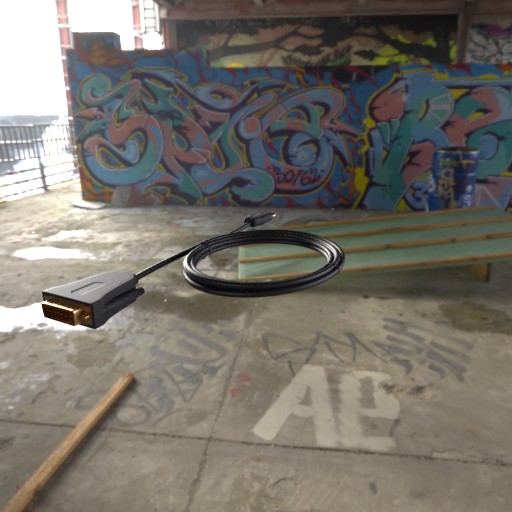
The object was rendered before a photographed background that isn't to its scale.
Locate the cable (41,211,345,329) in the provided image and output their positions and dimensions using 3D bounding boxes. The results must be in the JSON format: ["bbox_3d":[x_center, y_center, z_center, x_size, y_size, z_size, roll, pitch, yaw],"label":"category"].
[{"bbox_3d":[0.000,0.000,0.337,0.136,0.015,0.281,9,20,26],"label":"cable"}]
